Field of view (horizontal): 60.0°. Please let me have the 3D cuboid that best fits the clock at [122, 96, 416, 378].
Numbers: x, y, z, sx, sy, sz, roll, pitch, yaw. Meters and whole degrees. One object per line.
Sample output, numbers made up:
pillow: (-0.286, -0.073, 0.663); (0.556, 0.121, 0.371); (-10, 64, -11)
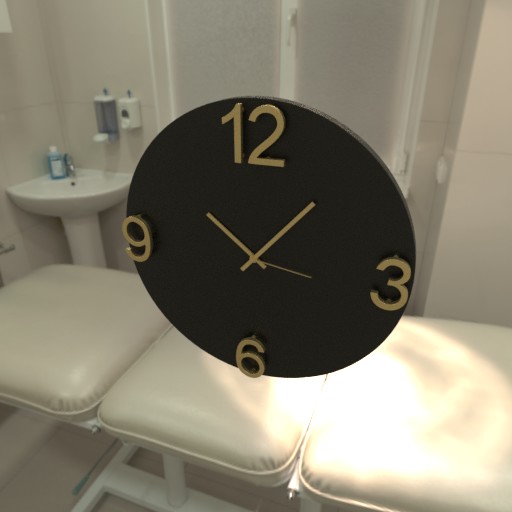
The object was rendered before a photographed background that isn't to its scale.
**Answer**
clock: (0.000, 0.000, 0.669); (0.454, 0.454, 0.038); (9, 28, 18)
